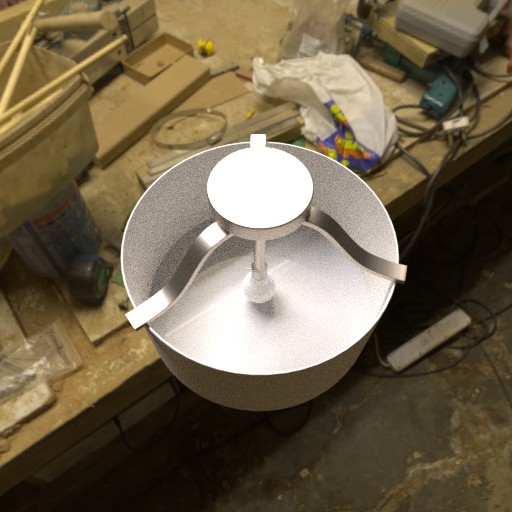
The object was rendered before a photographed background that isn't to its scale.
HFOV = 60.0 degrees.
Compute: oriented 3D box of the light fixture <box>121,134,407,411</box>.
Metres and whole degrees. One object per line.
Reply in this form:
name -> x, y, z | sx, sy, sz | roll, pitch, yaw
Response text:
light fixture -> 0.000, 0.000, 0.646 | 0.395, 0.304, 0.395 | 0, 58, 0
